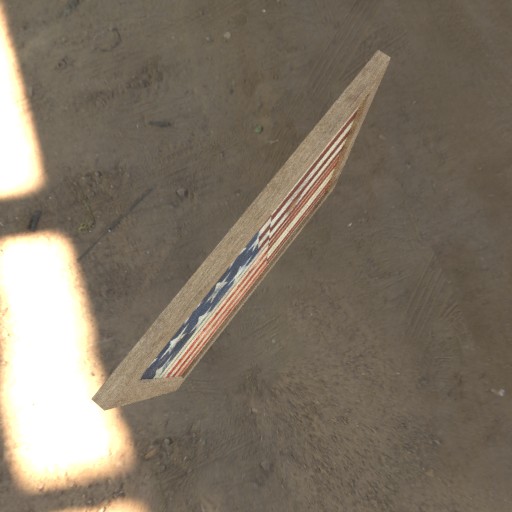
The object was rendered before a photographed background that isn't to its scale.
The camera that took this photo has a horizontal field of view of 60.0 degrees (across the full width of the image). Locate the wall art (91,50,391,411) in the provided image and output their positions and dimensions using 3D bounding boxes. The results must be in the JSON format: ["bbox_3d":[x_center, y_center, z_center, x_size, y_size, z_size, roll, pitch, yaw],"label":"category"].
[{"bbox_3d":[0.000,0.000,0.916,0.026,0.535,0.690,37,79,9],"label":"wall art"}]
